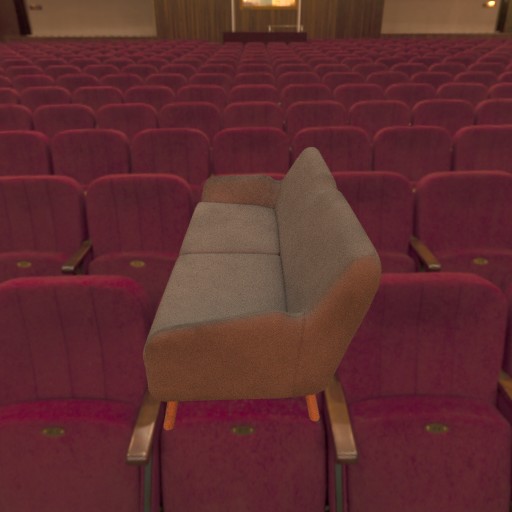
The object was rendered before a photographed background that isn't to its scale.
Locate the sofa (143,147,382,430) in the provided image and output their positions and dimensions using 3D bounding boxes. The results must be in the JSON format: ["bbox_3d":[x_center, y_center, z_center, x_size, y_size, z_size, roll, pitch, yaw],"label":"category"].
[{"bbox_3d":[0.000,0.000,2.347,0.850,0.810,1.870,0,26,0],"label":"sofa"}]
